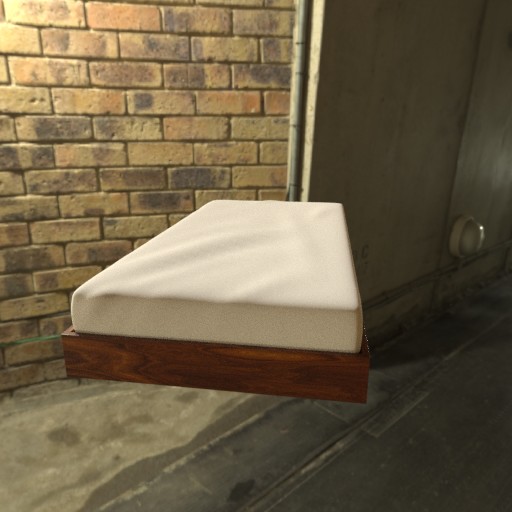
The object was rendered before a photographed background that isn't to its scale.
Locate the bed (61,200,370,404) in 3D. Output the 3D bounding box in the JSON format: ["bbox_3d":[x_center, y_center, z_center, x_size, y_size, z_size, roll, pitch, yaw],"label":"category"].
[{"bbox_3d":[0.000,0.000,2.193,0.940,0.312,1.860,3,17,9],"label":"bed"}]
